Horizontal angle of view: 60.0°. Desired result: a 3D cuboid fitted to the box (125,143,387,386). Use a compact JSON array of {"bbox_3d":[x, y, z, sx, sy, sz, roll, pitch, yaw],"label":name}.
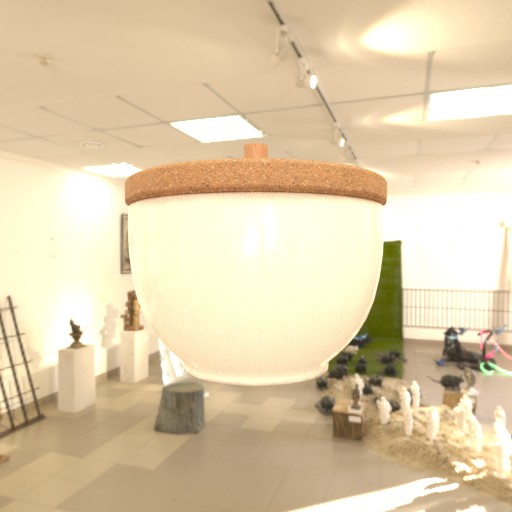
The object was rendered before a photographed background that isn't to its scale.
[{"bbox_3d":[0.000,0.000,0.189,0.107,0.094,0.107,0,0,0],"label":"box"}]
